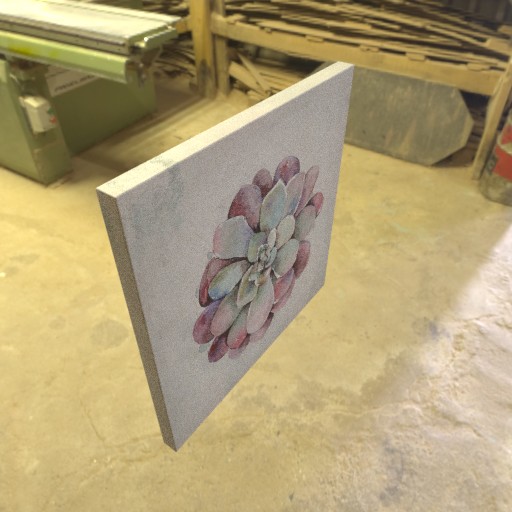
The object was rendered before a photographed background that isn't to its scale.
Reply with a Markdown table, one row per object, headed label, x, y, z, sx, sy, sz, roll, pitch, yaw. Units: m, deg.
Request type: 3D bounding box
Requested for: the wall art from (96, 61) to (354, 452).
| label | x | y | z | sx | sy | sz | roll | pitch | yaw |
| --- | --- | --- | --- | --- | --- | --- | --- | --- | --- |
| wall art | 0.000 | 0.000 | 0.898 | 0.044 | 0.605 | 0.605 | 25 | 46 | 27 |
